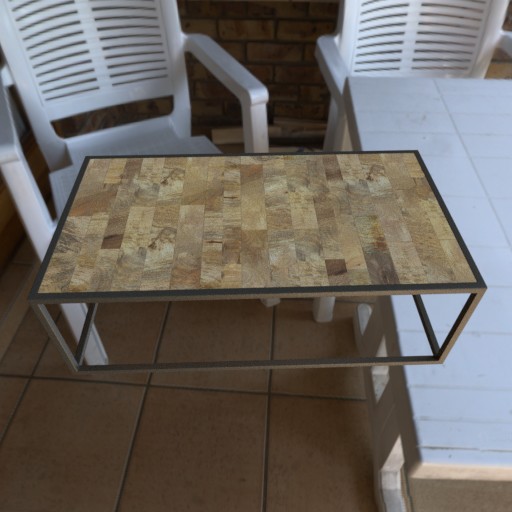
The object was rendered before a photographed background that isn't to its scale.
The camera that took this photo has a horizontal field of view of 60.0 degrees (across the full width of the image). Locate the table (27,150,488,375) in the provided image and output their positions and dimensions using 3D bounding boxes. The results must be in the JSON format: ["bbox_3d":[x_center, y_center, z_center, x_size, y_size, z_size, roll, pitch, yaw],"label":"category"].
[{"bbox_3d":[0.000,0.000,1.517,1.199,0.398,0.649,-1,46,-1],"label":"table"}]
